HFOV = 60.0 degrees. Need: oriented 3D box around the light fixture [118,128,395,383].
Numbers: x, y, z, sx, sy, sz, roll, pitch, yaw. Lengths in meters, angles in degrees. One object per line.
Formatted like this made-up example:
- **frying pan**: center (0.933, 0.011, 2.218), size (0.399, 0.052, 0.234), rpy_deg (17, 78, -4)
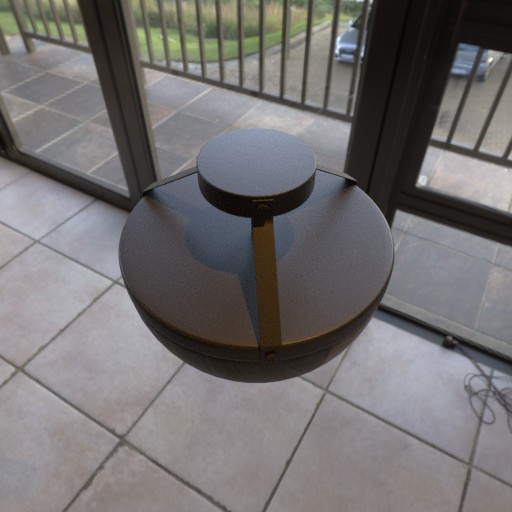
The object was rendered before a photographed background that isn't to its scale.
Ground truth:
- **light fixture**: center (0.000, 0.000, 0.523), size (0.304, 0.269, 0.304), rpy_deg (0, 46, 0)
